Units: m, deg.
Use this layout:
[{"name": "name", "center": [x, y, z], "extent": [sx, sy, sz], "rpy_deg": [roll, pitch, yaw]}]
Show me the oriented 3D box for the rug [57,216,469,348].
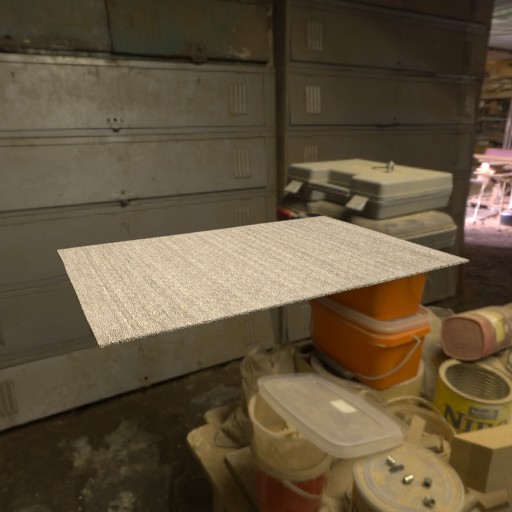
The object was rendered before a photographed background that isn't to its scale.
[{"name": "rug", "center": [0.000, 0.000, 2.947], "extent": [2.297, 0.018, 1.532], "rpy_deg": [-9, 20, -28]}]
